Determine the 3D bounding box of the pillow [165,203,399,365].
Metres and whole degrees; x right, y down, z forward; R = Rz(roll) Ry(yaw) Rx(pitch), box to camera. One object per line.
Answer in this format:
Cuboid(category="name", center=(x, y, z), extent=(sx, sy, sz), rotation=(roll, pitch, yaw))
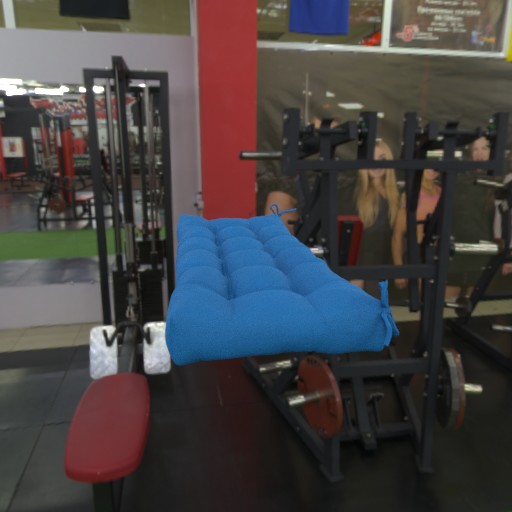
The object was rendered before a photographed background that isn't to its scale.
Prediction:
Cuboid(category="pillow", center=(0.000, 0.000, 1.382), extent=(0.511, 0.174, 1.194), rotation=(-2, 15, -8))
